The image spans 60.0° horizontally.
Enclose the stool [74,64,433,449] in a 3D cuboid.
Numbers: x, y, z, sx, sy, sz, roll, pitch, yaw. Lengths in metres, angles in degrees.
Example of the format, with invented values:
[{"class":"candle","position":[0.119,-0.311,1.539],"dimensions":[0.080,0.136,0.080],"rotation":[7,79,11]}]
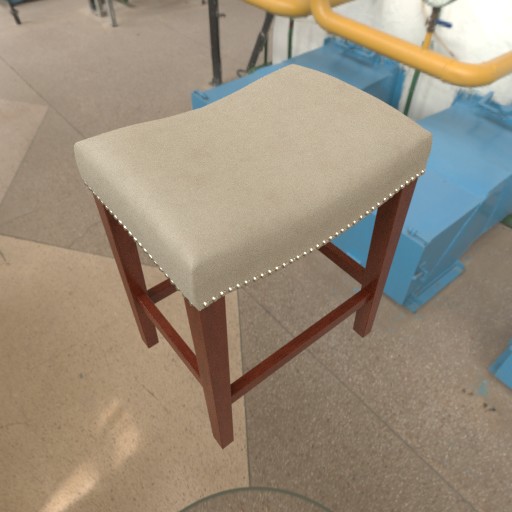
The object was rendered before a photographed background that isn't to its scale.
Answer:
[{"class":"stool","position":[0.000,0.000,0.956],"dimensions":[0.509,0.632,0.375],"rotation":[-30,54,-25]}]
